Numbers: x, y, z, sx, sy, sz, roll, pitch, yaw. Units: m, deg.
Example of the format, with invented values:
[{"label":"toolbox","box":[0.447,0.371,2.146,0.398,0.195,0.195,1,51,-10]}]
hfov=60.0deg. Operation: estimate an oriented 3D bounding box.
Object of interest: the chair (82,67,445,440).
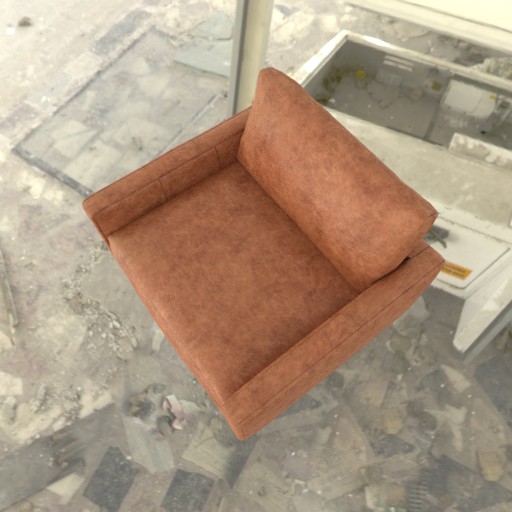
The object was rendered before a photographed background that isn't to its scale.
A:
[{"label":"chair","box":[0.000,0.000,1.649,0.862,0.869,0.967,-34,68,-16]}]
